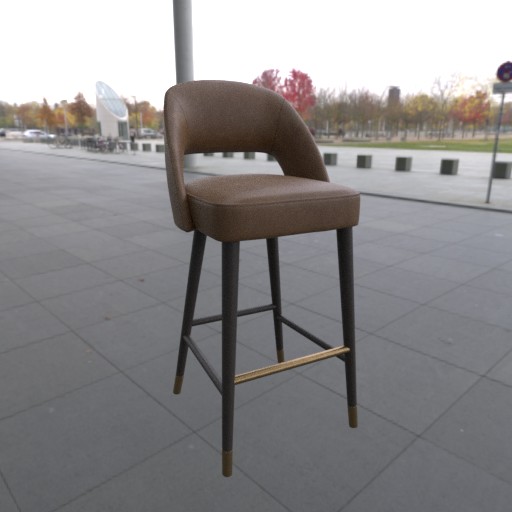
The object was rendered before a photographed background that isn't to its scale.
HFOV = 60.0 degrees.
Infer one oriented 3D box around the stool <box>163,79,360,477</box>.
[{"bbox_3d":[0.000,0.000,1.342,0.494,1.037,0.509,-8,18,-27],"label":"stool"}]
